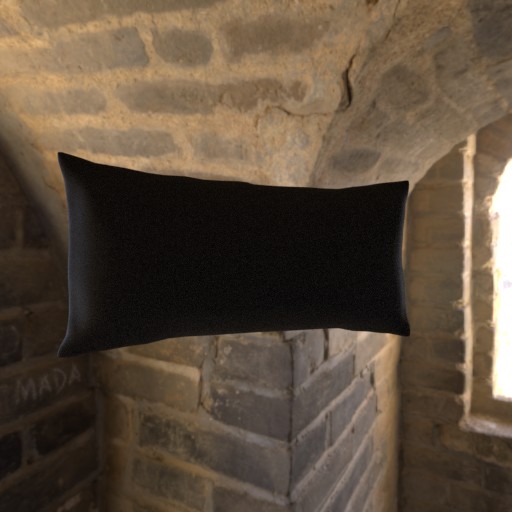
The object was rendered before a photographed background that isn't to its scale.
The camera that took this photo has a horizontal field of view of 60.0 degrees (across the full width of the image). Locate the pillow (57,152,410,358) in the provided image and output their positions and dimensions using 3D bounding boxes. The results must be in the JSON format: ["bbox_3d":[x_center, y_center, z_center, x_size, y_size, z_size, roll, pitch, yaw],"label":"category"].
[{"bbox_3d":[0.000,0.000,0.740,0.609,0.305,0.151,0,1,-19],"label":"pillow"}]
